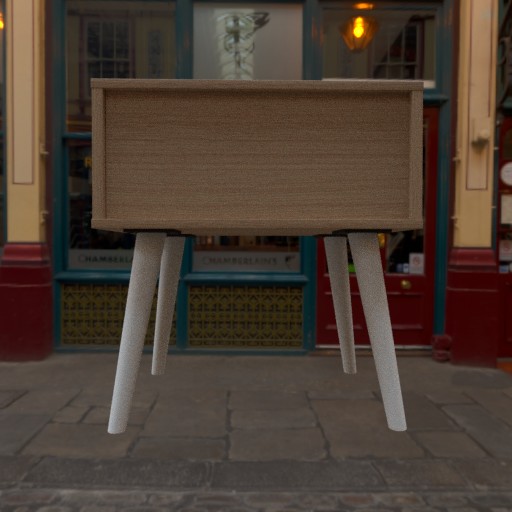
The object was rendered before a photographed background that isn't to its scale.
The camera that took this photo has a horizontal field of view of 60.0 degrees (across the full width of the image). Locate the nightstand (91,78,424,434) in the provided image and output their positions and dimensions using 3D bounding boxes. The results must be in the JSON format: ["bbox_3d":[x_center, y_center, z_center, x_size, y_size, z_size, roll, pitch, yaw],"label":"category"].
[{"bbox_3d":[0.000,0.000,0.967,0.571,0.610,0.407,0,1,-1],"label":"nightstand"}]
